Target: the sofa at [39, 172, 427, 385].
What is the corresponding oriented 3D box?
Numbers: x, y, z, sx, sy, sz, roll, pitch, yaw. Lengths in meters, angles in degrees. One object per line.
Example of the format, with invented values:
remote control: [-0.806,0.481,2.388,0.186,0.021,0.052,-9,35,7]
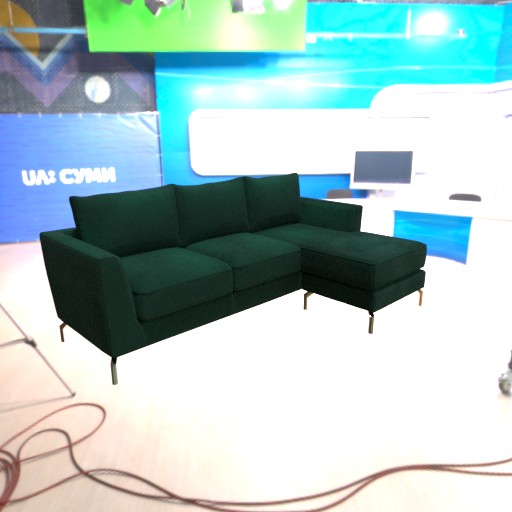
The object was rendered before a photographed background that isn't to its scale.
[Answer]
sofa: [0.000,0.000,3.193,2.441,1.007,1.489,-15,22,-42]
